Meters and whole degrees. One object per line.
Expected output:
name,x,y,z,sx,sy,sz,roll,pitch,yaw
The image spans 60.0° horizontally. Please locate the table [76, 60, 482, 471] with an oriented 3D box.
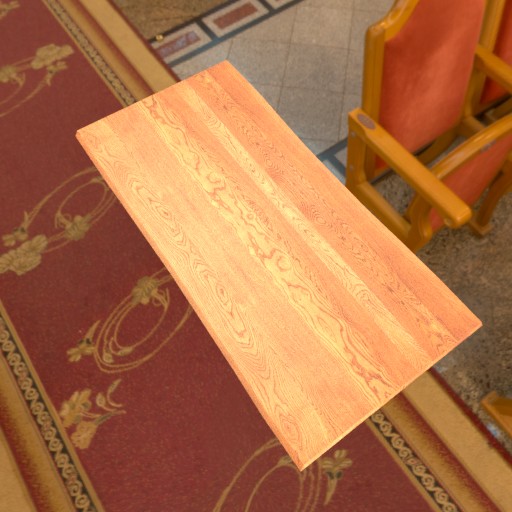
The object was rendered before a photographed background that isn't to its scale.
table,0.000,0.000,2.255,0.900,0.770,1.800,-32,67,-15
